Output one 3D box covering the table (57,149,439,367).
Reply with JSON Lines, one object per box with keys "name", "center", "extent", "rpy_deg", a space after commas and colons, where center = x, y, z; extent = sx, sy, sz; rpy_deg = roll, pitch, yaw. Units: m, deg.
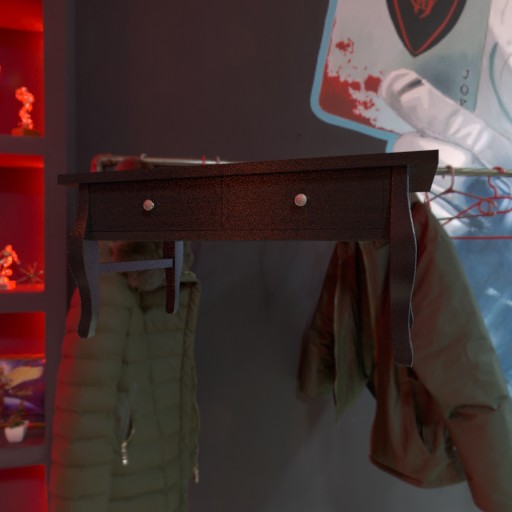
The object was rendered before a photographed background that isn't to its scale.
{"name": "table", "center": [0.000, 0.000, 1.434], "extent": [1.062, 0.494, 0.600], "rpy_deg": [1, 2, 20]}
